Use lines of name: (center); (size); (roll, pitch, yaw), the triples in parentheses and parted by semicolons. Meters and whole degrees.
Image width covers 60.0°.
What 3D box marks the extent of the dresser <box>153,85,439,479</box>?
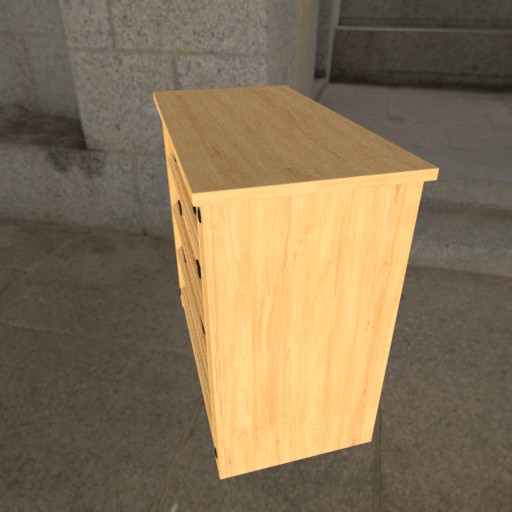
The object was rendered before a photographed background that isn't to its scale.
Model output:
dresser: (0.000, 0.000, 1.203); (0.410, 0.730, 0.800); (-8, 32, -13)
